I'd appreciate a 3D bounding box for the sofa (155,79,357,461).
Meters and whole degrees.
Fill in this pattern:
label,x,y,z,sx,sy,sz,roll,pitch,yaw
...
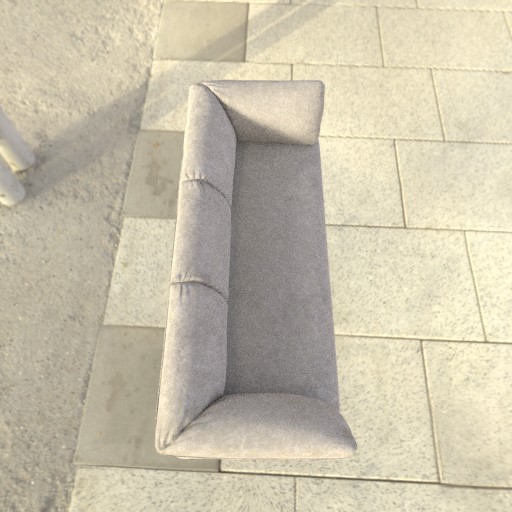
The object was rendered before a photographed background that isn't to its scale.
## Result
label,x,y,z,sx,sy,sz,roll,pitch,yaw
sofa,0.000,0.000,2.662,0.899,0.758,2.238,0,64,0
